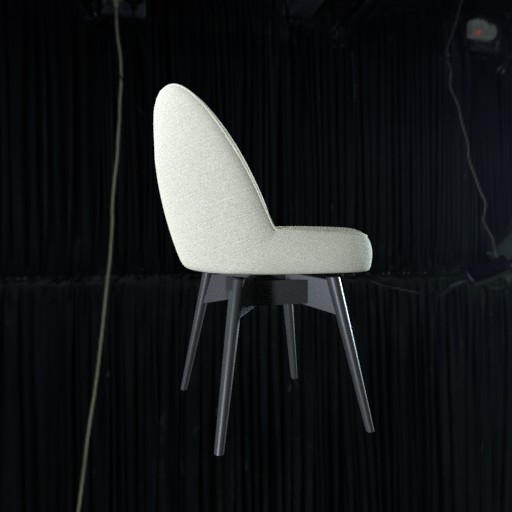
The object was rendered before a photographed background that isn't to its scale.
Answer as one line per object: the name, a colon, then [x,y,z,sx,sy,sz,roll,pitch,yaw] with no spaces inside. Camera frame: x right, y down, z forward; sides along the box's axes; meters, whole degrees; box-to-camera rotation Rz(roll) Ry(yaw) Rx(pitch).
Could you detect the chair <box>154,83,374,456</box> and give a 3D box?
chair: [0.000,0.000,1.210,0.540,0.838,0.532,0,1,-19]
